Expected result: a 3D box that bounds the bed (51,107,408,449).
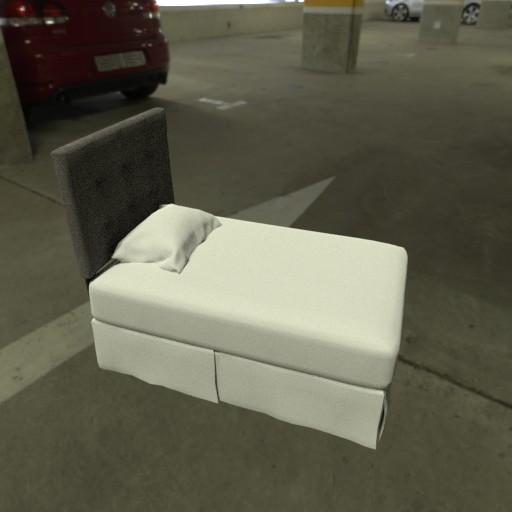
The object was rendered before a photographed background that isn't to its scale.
[{"bbox_3d":[0.000,0.000,2.966,1.997,1.571,1.261,10,32,16],"label":"bed"}]
